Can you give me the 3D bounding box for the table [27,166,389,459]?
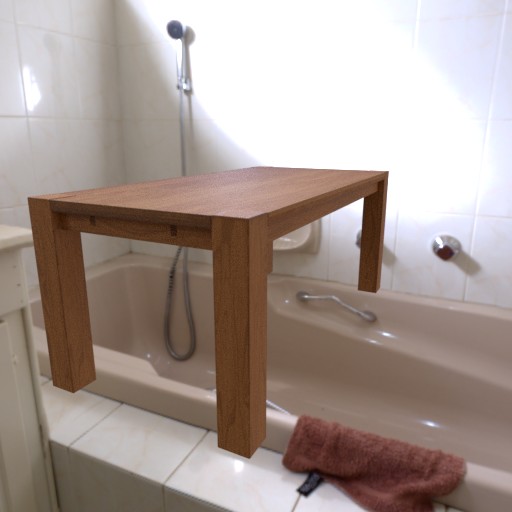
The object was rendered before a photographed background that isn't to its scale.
[{"bbox_3d":[0.000,0.000,2.248,0.900,0.760,1.800,8,17,27],"label":"table"}]
